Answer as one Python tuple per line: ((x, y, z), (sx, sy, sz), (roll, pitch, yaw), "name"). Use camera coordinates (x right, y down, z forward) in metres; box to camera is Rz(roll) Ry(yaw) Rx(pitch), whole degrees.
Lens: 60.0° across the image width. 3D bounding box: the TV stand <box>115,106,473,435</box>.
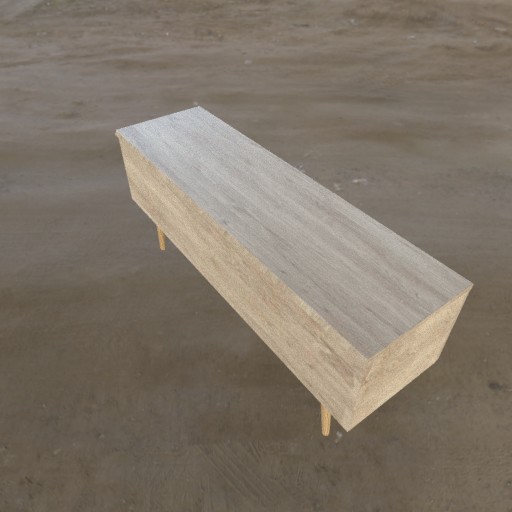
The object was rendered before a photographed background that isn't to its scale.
((0.000, 0.000, 1.592), (0.401, 0.565, 1.313), (-26, 48, -26), "TV stand")
